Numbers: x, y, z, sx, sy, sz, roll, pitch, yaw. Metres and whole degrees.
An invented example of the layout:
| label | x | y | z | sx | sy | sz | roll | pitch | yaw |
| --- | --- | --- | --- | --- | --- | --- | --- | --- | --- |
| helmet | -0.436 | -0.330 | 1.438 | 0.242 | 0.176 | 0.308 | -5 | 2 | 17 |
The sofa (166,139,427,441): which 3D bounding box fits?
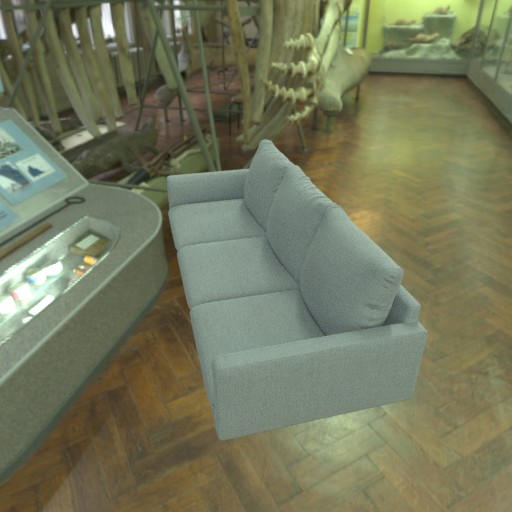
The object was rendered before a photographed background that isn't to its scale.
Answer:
| label | x | y | z | sx | sy | sz | roll | pitch | yaw |
| --- | --- | --- | --- | --- | --- | --- | --- | --- | --- |
| sofa | 0.000 | 0.000 | 2.508 | 0.850 | 0.830 | 2.000 | -7 | 31 | -13 |
